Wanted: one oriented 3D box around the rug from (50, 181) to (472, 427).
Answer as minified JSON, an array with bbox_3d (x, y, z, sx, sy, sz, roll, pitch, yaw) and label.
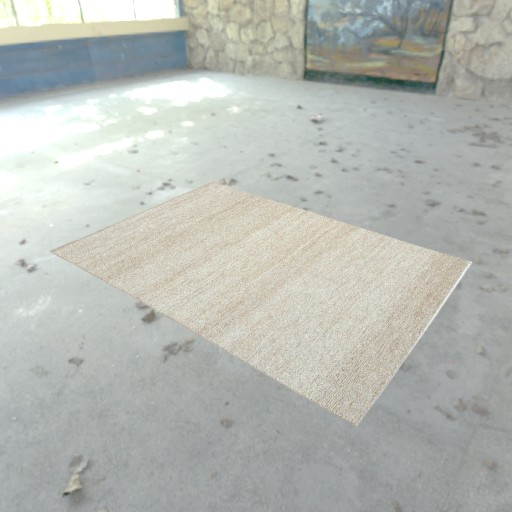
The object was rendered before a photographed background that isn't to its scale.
[{"bbox_3d":[0.000,0.000,2.903,2.283,0.030,1.596,22,37,32],"label":"rug"}]
